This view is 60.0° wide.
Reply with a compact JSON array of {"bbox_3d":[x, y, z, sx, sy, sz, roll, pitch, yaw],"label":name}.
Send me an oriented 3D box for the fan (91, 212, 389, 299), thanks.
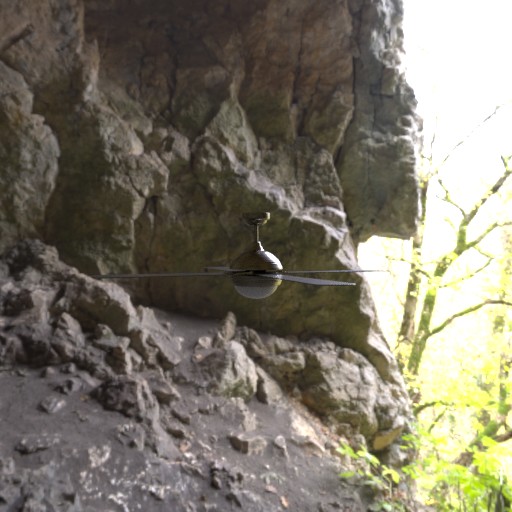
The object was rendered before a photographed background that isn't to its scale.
[{"bbox_3d":[0.000,0.000,1.984,1.321,0.381,1.321,0,1,-1],"label":"fan"}]
